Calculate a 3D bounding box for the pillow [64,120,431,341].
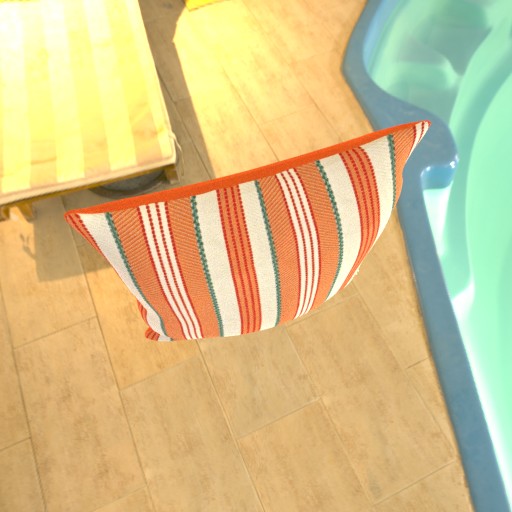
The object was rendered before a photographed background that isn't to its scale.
[{"bbox_3d":[0.000,0.000,0.679,0.440,0.441,0.182,-17,64,-8],"label":"pillow"}]
